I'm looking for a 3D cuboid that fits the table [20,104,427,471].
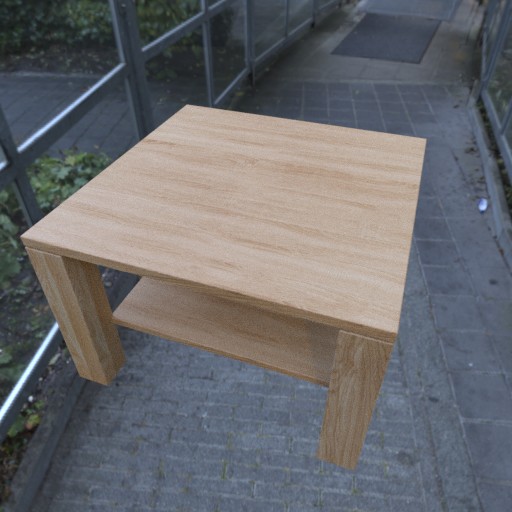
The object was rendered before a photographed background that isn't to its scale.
[{"bbox_3d":[0.000,0.000,1.145,0.700,0.450,0.700,13,42,15],"label":"table"}]
